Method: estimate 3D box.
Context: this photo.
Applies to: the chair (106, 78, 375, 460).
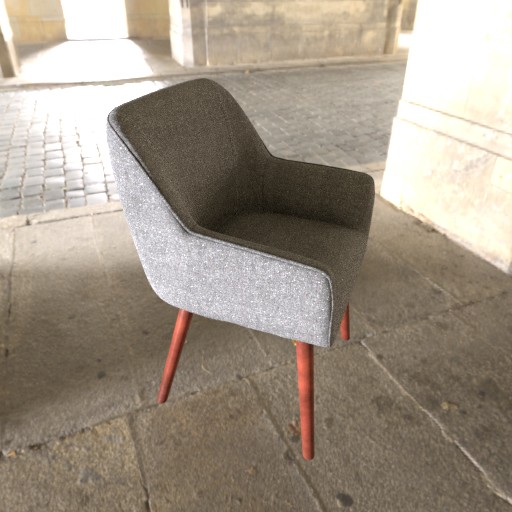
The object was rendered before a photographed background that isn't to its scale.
[{"bbox_3d":[0.000,0.000,1.164,0.519,0.803,0.543,11,33,18],"label":"chair"}]
